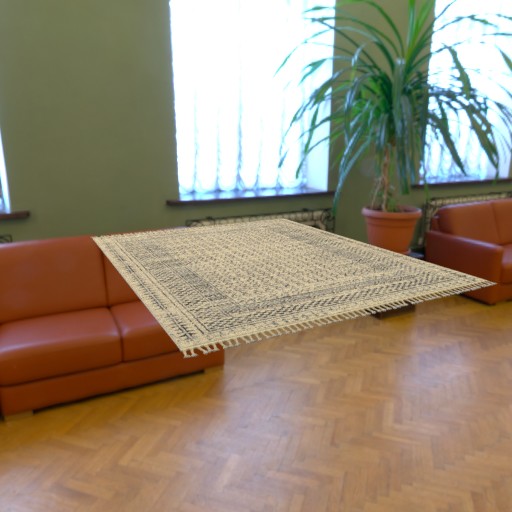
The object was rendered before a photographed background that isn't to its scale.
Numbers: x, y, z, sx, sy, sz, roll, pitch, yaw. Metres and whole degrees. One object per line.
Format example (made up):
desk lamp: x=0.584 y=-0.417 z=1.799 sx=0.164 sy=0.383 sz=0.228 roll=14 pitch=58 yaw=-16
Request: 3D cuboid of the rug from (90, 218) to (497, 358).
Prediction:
rug: x=0.000 y=0.000 z=3.837 sx=2.312 sy=0.013 sz=2.940 roll=-8 pitch=17 yaw=-27
